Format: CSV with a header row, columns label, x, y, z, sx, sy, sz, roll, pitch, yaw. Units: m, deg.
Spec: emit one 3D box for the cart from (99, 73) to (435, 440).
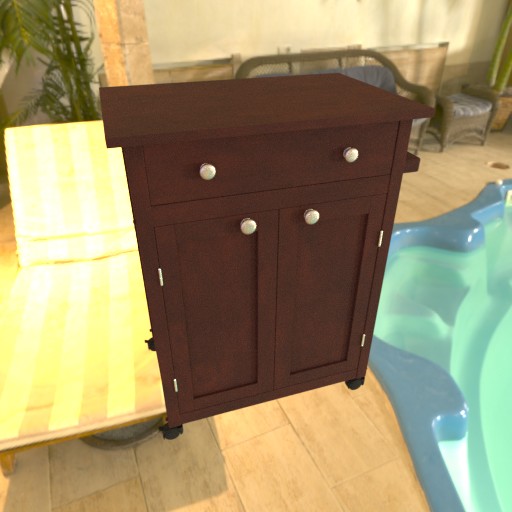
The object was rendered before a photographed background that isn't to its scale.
label,x,y,z,sx,sy,sz,roll,pitch,yaw
cart,0.000,0.000,1.249,0.683,0.864,0.442,-10,33,-15
